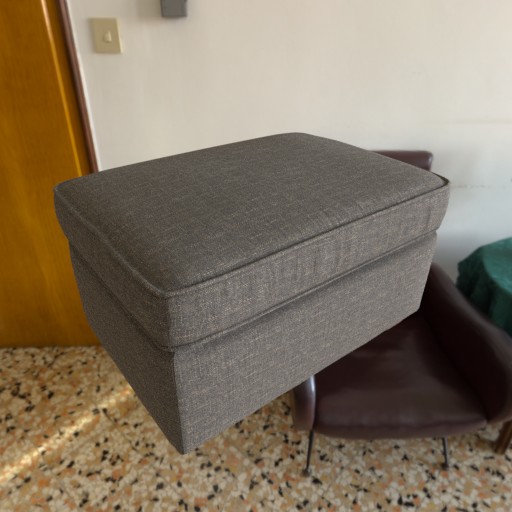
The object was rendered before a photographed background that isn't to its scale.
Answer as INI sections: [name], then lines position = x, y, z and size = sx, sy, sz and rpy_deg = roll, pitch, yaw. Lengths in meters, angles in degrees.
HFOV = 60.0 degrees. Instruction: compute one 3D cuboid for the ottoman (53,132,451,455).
[ottoman]
position = 0.000, 0.000, 1.060
size = 0.749, 0.450, 0.549
rpy_deg = -21, 37, -32
